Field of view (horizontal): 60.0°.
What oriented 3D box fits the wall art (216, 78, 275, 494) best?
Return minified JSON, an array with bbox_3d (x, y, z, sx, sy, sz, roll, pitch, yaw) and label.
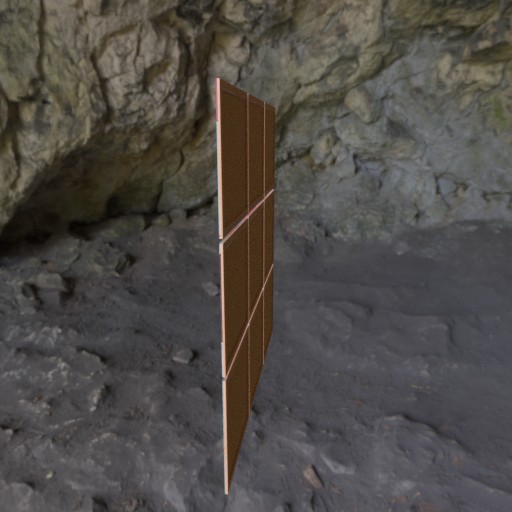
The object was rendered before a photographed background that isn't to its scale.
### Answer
[{"bbox_3d":[0.000,0.000,2.256,0.013,1.519,1.521,2,15,8],"label":"wall art"}]
